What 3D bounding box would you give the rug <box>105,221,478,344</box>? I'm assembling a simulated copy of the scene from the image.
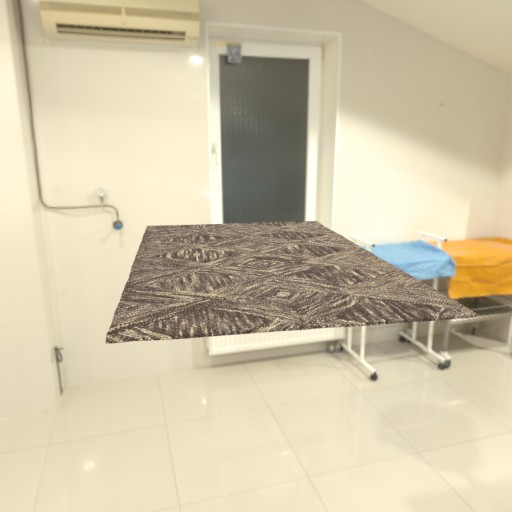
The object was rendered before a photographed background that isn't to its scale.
[{"bbox_3d":[0.000,0.000,2.218,1.186,0.012,1.814,-2,15,-9],"label":"rug"}]
